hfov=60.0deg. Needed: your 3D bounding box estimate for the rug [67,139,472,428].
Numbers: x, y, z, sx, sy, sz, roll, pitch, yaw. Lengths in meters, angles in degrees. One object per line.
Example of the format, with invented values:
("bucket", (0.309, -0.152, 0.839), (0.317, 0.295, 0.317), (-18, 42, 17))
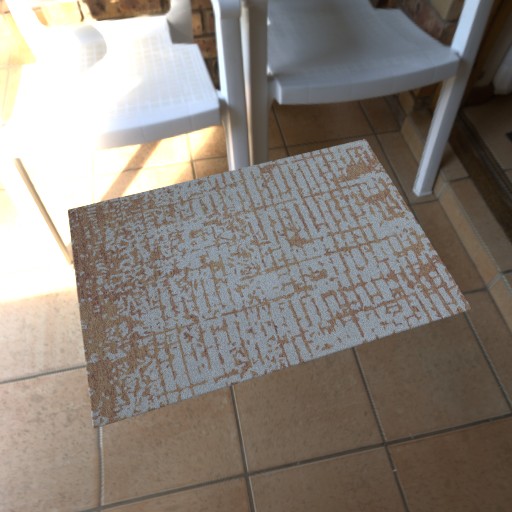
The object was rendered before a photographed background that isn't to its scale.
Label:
("rug", (0.000, 0.000, 2.321), (1.829, 0.011, 1.219), (-15, 60, -9))
